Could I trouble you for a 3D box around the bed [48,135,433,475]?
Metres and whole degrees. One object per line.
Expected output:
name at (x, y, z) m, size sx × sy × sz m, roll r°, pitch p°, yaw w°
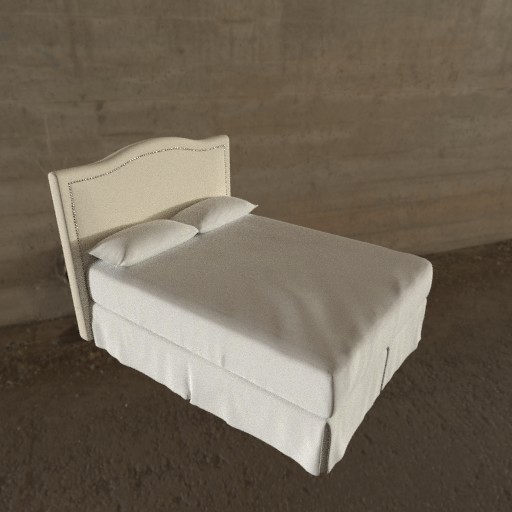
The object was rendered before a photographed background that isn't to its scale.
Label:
bed at (0.000, 0.000, 3.226) m, size 2.143 × 1.460 × 1.753 m, roll 17°, pitch 30°, yaw 33°
